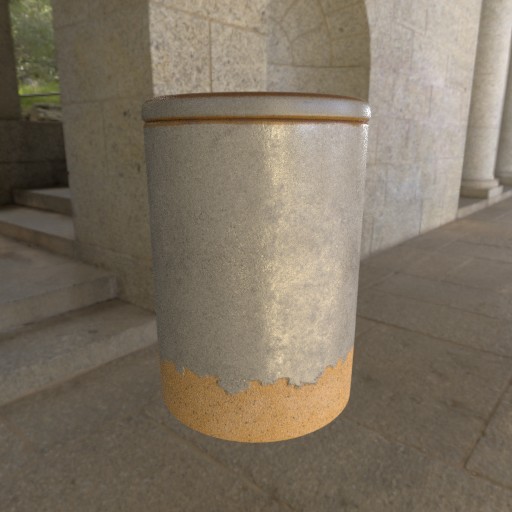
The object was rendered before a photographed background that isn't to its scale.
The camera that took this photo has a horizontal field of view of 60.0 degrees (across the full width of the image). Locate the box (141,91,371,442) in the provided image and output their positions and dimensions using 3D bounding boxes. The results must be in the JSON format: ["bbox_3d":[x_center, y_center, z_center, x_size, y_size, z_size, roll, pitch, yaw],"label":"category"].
[{"bbox_3d":[0.000,0.000,0.254,0.118,0.168,0.118,0,15,0],"label":"box"}]
